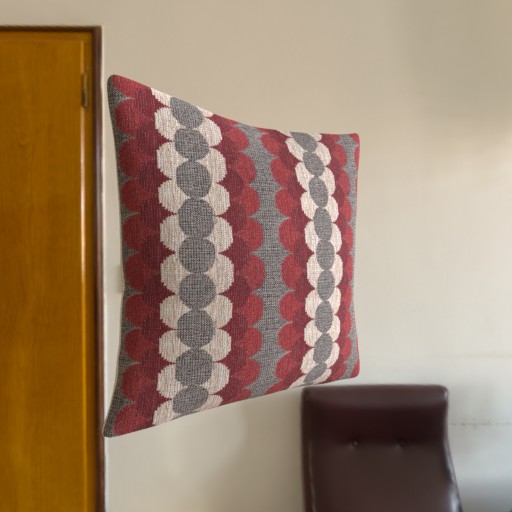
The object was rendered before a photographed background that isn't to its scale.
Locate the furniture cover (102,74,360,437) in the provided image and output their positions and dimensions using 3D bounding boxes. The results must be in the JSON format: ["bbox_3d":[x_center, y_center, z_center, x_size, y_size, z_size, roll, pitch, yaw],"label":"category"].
[{"bbox_3d":[0.000,0.000,0.632,0.435,0.420,0.145,-1,1,-36],"label":"furniture cover"}]
